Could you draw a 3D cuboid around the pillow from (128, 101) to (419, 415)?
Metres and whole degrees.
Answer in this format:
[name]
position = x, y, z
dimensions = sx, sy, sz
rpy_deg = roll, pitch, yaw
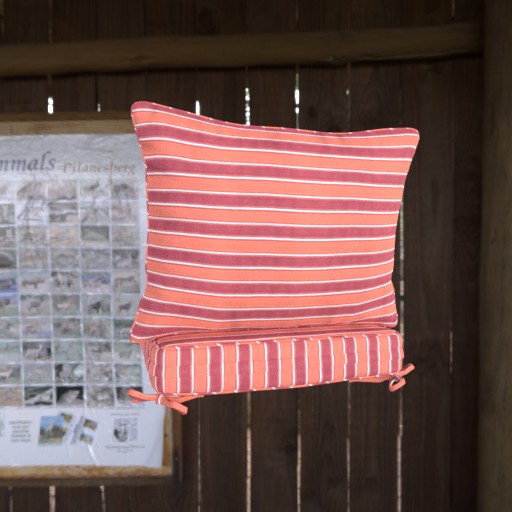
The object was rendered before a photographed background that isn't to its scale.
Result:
[pillow]
position = 0.000, 0.000, 1.407
dimensions = 0.799, 0.723, 0.733
rpy_deg = 0, 0, -18
